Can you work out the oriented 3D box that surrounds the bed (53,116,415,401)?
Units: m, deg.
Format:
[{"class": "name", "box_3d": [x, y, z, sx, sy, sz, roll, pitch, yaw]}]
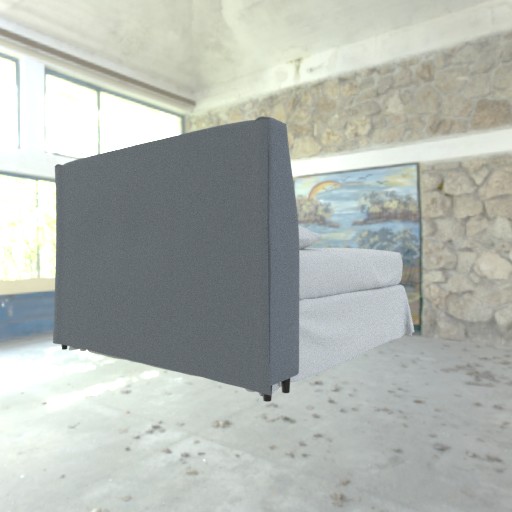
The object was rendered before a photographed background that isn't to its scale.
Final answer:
[{"class": "bed", "box_3d": [0.000, 0.000, 3.467, 1.925, 1.332, 2.276, 0, 1, 38]}]
